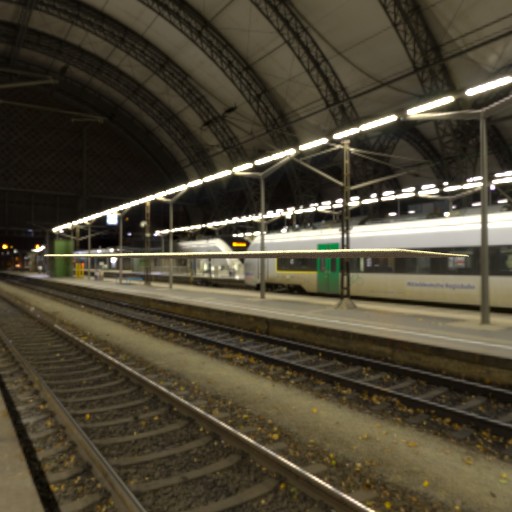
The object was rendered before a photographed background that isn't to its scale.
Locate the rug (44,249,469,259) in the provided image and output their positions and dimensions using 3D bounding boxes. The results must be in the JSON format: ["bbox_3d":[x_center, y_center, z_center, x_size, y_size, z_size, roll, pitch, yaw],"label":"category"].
[{"bbox_3d":[0.000,0.000,2.328,1.850,0.015,1.250,-1,-1,34],"label":"rug"}]
